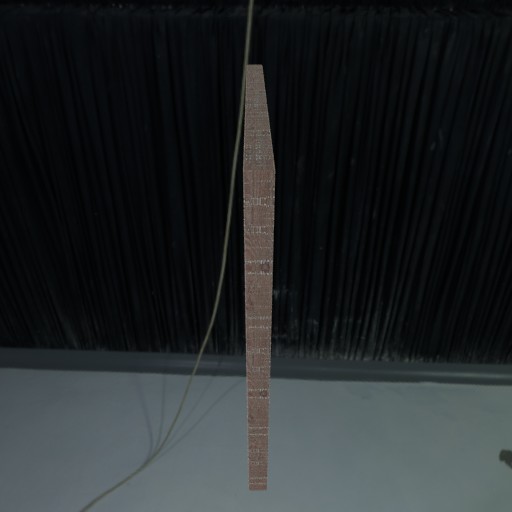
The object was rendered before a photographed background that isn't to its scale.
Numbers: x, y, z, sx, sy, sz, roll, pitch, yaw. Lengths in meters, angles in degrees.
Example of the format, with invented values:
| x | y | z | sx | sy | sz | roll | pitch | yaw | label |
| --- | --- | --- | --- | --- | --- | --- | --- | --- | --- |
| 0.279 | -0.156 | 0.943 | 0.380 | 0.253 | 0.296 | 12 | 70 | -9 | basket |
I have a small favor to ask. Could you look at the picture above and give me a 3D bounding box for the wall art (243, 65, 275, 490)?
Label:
| x | y | z | sx | sy | sz | roll | pitch | yaw | label |
| --- | --- | --- | --- | --- | --- | --- | --- | --- | --- |
| 0.000 | 0.000 | 0.772 | 0.029 | 0.531 | 0.531 | 0 | 33 | -1 | wall art |
